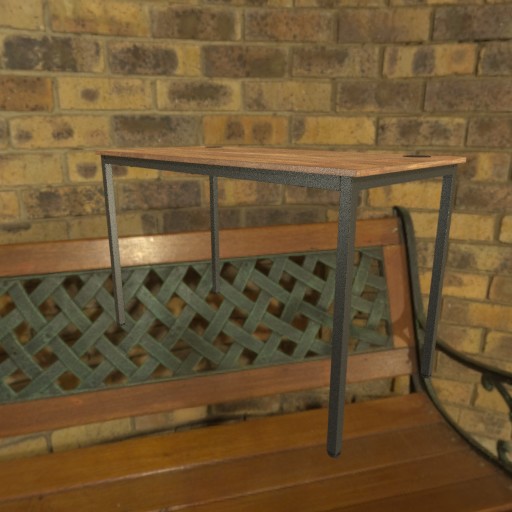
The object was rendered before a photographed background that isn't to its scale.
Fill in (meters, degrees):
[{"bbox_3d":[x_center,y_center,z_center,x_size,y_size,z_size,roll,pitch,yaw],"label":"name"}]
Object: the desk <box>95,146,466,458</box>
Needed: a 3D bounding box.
[{"bbox_3d":[0.000,0.000,1.645,0.600,0.749,1.200,-15,22,-43],"label":"desk"}]
